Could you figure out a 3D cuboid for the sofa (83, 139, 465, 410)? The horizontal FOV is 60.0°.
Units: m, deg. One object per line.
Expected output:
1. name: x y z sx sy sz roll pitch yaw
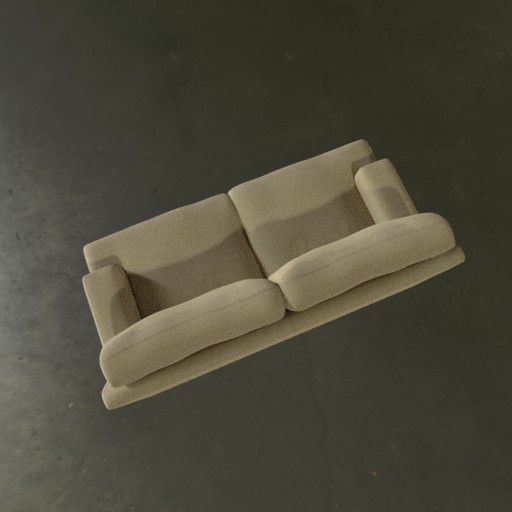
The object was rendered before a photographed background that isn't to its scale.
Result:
1. sofa: 0.000 0.000 2.483 1.885 0.967 0.962 -22 77 -5
